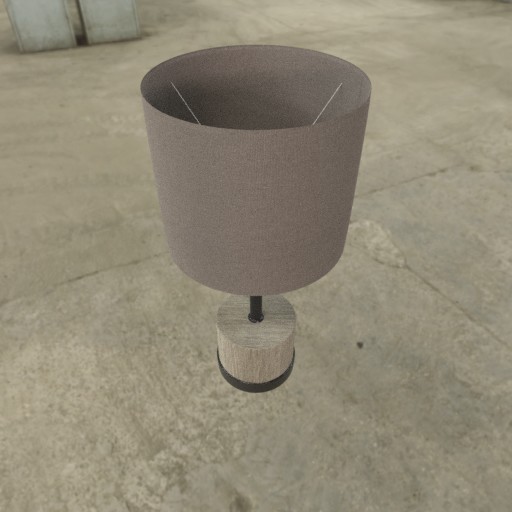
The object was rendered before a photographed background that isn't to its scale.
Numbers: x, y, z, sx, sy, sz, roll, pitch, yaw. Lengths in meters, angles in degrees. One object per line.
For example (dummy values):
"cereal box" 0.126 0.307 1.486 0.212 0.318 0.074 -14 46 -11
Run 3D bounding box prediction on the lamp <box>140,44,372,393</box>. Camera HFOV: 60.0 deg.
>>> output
"lamp" 0.000 0.000 0.597 0.229 0.470 0.229 0 41 0
